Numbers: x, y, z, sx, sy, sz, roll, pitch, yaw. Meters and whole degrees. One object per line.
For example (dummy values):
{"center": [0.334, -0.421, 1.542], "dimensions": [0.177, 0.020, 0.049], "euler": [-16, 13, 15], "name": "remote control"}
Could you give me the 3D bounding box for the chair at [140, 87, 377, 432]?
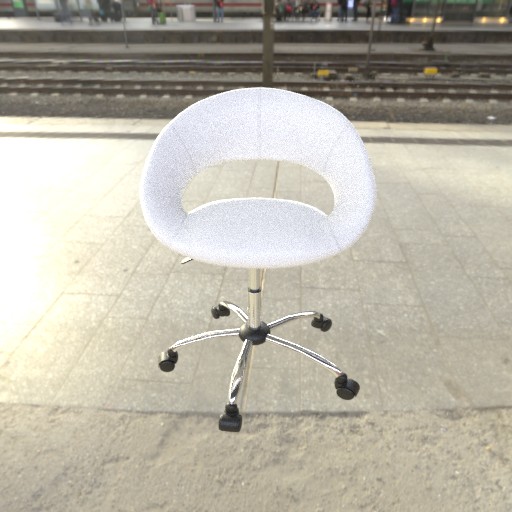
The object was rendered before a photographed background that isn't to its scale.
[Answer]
{"center": [0.000, 0.000, 1.200], "dimensions": [0.612, 0.791, 0.538], "euler": [1, 30, 2], "name": "chair"}
